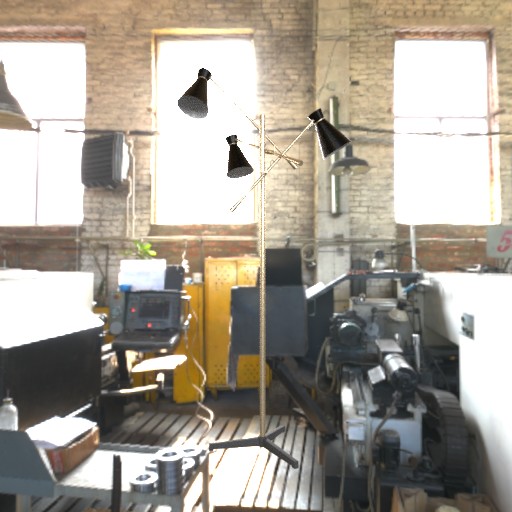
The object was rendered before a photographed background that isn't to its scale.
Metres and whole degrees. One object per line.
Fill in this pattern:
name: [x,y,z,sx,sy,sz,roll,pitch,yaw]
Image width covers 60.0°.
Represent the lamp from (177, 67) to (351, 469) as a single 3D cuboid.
lamp: [0.000,0.000,2.164,0.750,1.804,0.653,1,-2,-34]
